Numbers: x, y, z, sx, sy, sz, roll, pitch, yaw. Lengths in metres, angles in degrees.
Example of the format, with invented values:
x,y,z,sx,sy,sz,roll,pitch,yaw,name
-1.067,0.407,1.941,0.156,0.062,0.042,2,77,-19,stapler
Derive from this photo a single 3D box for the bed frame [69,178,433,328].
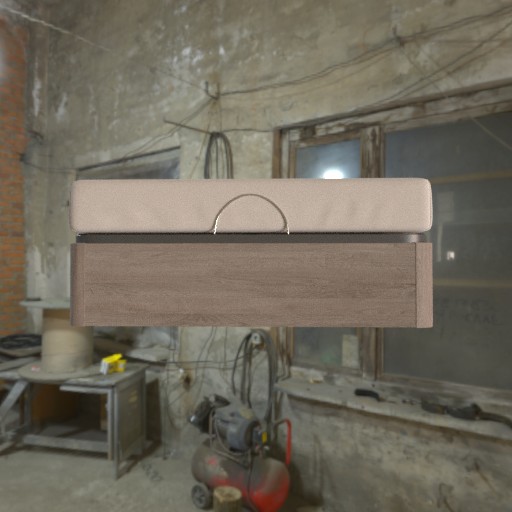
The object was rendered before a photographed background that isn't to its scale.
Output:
x,y,z,sx,sy,sz,roll,pitch,yaw,name
0.000,0.000,2.597,1.400,0.561,1.900,0,-1,2,bed frame
